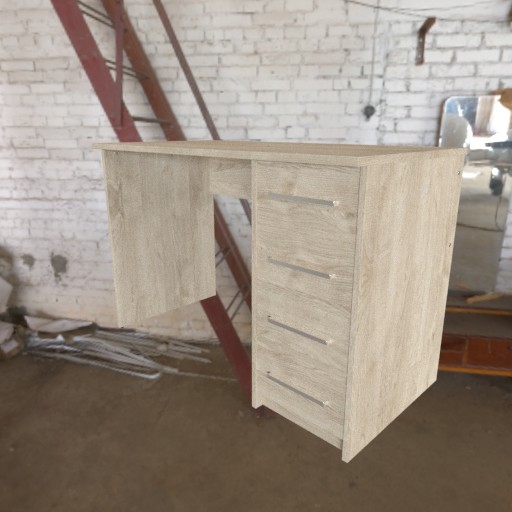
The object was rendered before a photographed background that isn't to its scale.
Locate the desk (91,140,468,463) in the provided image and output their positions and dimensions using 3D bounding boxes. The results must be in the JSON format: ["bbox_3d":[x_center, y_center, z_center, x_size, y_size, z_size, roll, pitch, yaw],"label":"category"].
[{"bbox_3d":[0.000,0.000,1.504,1.096,0.730,0.560,15,22,42],"label":"desk"}]
